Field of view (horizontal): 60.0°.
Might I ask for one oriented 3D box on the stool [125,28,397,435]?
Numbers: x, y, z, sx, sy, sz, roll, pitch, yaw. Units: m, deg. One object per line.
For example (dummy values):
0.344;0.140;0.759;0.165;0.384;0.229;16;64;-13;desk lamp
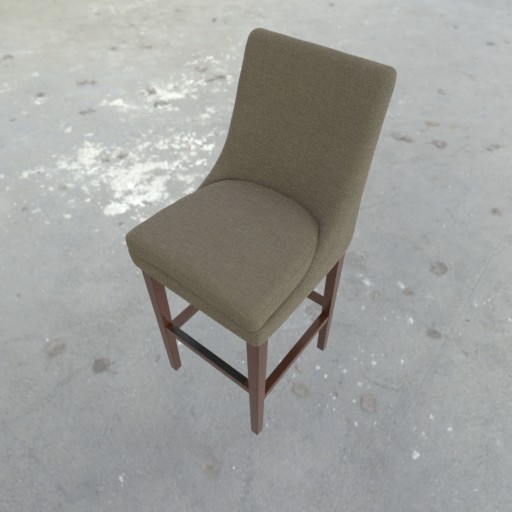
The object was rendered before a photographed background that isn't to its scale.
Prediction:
0.000;0.000;1.337;0.470;1.078;0.577;30;54;25;stool
